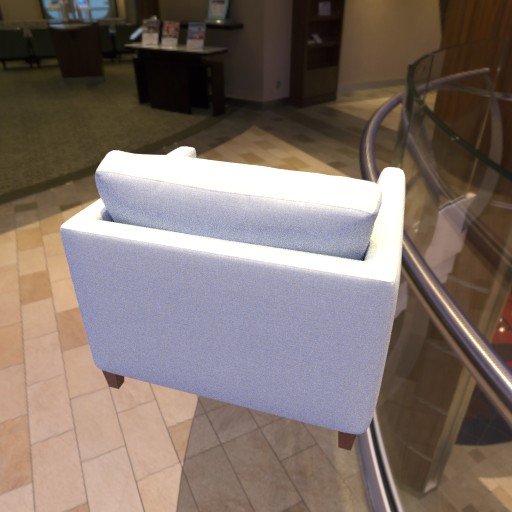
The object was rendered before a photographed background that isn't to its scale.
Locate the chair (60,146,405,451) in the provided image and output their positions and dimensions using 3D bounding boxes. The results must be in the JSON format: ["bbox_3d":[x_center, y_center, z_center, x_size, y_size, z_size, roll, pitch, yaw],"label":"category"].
[{"bbox_3d":[0.000,0.000,1.828,1.107,0.961,0.953,9,32,15],"label":"chair"}]
